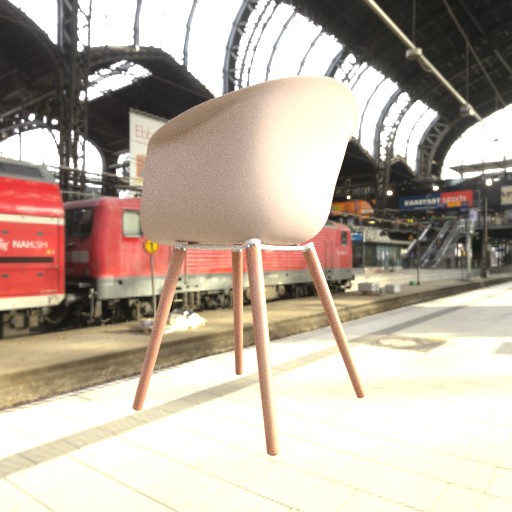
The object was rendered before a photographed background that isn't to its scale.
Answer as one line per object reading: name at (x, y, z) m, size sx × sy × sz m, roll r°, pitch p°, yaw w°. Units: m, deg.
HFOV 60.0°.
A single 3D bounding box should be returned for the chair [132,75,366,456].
chair at (0.000, 0.000, 1.158) m, size 0.504 × 0.781 × 0.593 m, roll 0°, pitch 0°, yaw 36°
